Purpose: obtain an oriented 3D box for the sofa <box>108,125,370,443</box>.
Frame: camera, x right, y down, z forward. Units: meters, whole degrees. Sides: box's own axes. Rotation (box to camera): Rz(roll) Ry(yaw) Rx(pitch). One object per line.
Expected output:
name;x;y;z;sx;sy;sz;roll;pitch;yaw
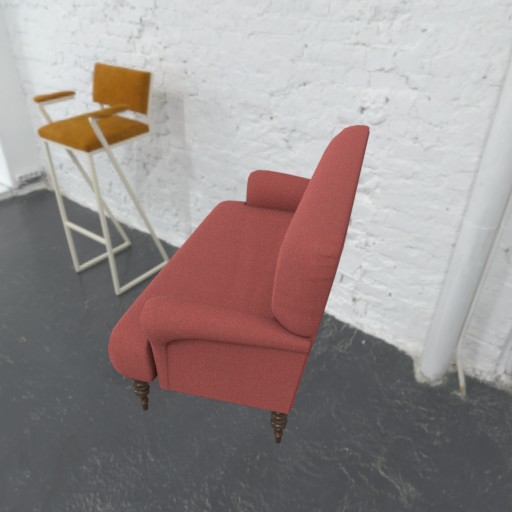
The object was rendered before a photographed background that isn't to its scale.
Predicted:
sofa;0.000;0.000;1.897;0.779;0.889;1.297;8;33;13
